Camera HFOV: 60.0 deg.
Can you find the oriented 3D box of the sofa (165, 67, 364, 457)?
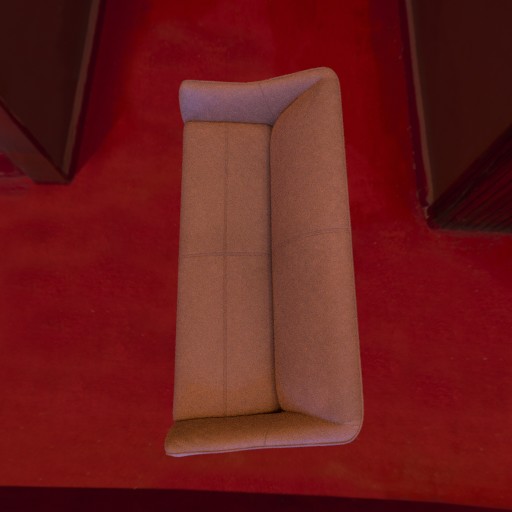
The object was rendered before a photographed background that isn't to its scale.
[{"bbox_3d":[0.000,0.000,2.385,0.869,0.830,1.928,-1,74,0],"label":"sofa"}]
